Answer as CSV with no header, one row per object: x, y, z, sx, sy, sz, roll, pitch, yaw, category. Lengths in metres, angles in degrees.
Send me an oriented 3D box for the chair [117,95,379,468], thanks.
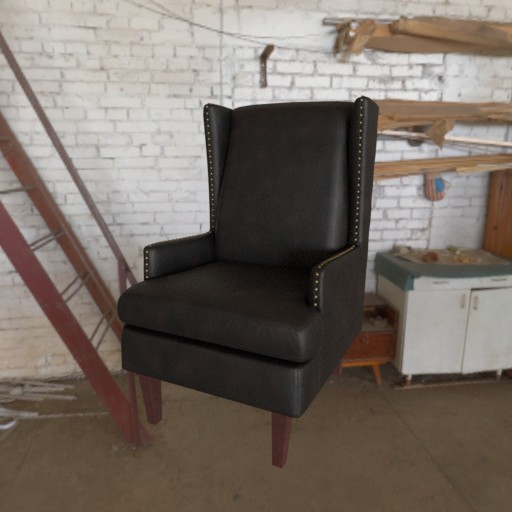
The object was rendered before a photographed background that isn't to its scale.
0.000,0.000,1.653,0.703,1.142,0.799,7,16,26,chair
